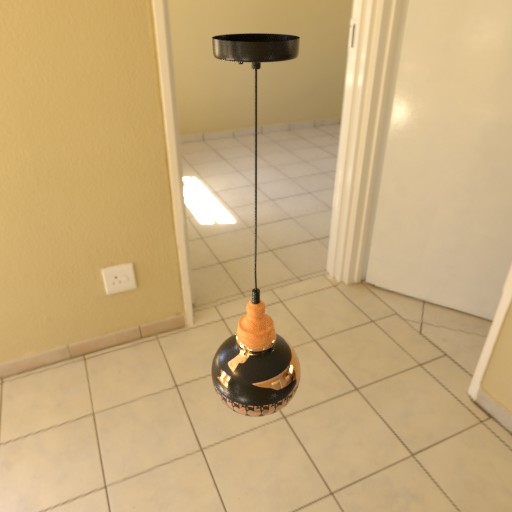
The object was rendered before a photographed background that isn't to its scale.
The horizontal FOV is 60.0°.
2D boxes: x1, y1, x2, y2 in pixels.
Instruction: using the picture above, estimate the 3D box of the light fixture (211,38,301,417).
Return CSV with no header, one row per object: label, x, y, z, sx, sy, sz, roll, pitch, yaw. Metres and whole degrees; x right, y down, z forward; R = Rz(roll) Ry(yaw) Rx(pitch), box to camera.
light fixture,0.000,0.000,1.808,0.430,1.606,0.430,-19,36,-29
